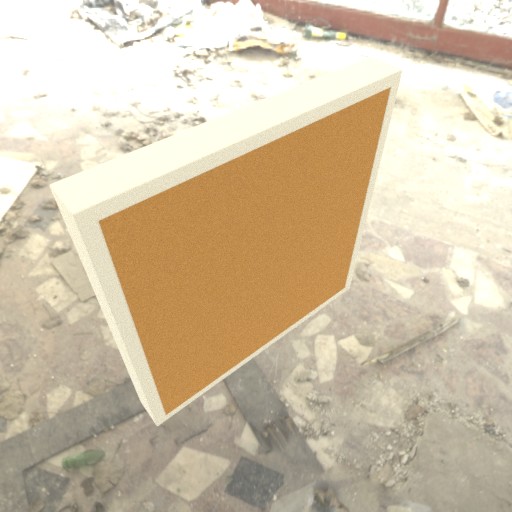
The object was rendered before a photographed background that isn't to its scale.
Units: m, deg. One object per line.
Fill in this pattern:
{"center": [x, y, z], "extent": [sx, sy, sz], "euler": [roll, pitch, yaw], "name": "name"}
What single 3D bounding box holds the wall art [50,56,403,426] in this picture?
{"center": [0.000, 0.000, 0.445], "extent": [0.305, 0.305, 0.037], "euler": [-31, 54, -26], "name": "wall art"}
